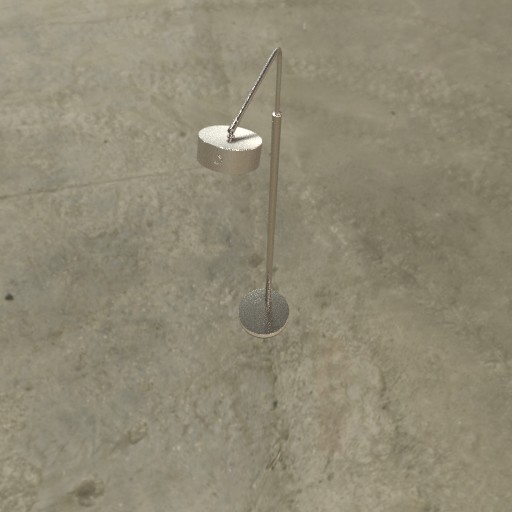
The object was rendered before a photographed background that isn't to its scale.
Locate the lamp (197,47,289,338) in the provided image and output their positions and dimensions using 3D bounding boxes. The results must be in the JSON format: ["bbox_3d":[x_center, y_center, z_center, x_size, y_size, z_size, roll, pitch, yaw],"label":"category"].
[{"bbox_3d":[0.000,0.000,1.383,0.222,1.250,0.421,17,59,10],"label":"lamp"}]
